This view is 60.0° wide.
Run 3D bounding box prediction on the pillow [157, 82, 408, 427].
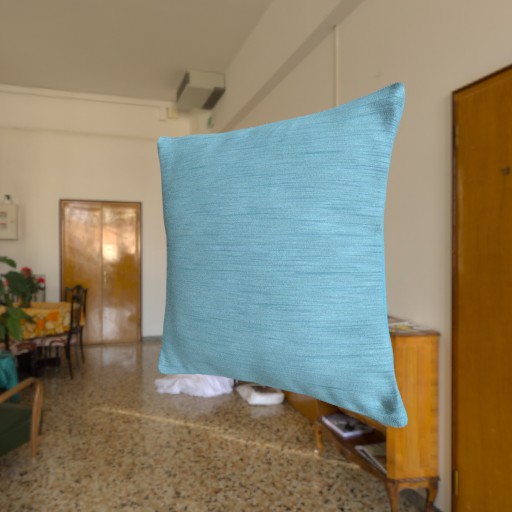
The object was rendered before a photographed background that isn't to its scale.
[{"bbox_3d":[0.000,0.000,0.648,0.433,0.415,0.151,0,0,36],"label":"pillow"}]
